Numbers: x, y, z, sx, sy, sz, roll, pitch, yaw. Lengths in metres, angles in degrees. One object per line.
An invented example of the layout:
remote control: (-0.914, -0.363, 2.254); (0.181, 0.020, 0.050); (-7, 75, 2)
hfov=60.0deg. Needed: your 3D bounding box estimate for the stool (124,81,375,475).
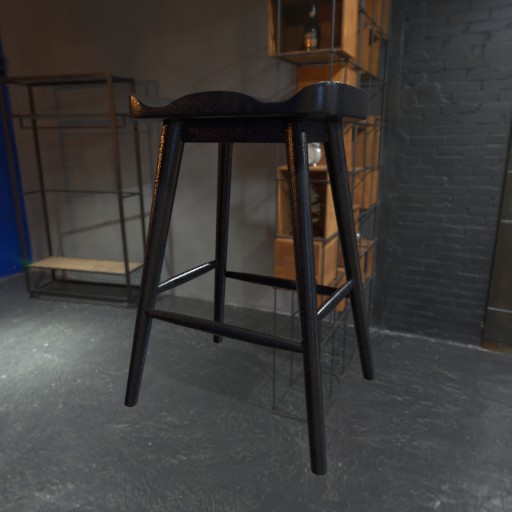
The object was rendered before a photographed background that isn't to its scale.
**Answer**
stool: (0.000, 0.000, 0.896); (0.440, 0.615, 0.361); (8, 17, 27)
